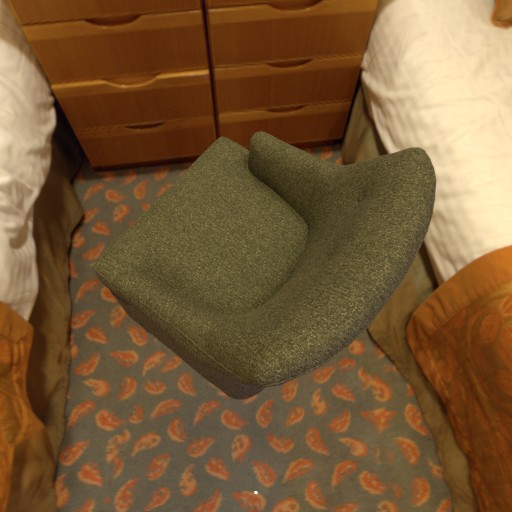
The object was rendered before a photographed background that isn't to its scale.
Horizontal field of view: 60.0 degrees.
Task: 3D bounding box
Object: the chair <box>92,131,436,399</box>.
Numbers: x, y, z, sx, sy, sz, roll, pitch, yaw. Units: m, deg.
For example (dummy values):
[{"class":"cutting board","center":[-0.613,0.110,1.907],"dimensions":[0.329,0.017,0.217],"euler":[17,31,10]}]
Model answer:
[{"class":"chair","center":[0.000,0.000,1.586],"dimensions":[0.923,0.856,0.864],"euler":[32,67,16]}]
